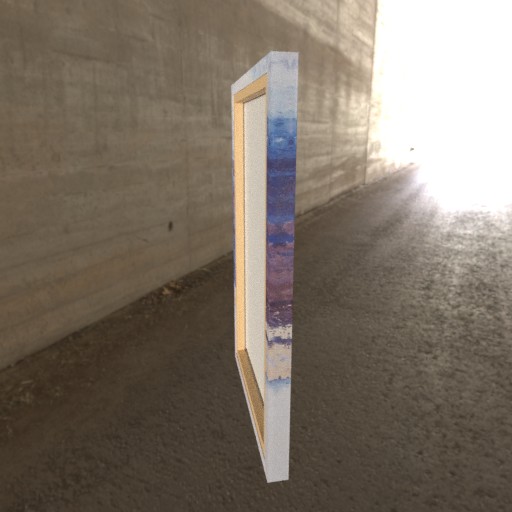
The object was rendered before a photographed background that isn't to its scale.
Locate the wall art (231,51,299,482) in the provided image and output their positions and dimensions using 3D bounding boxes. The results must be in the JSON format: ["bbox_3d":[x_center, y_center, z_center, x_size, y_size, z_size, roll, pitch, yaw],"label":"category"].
[{"bbox_3d":[0.000,0.000,1.139,0.048,0.874,0.583,-3,16,-9],"label":"wall art"}]
